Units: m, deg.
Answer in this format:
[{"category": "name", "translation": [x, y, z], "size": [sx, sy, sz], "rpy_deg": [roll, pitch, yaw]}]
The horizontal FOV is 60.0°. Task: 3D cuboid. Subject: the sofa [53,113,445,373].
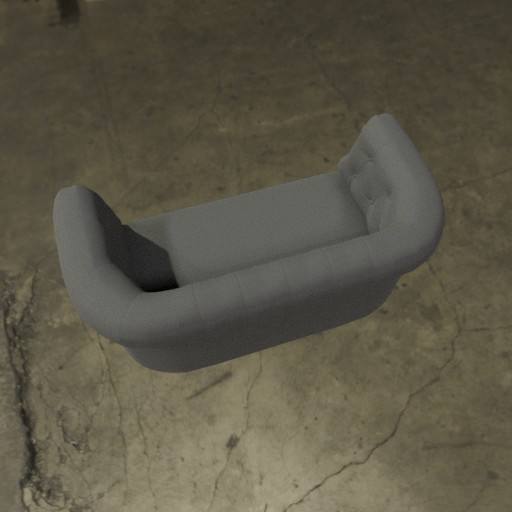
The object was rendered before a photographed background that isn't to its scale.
[{"category": "sofa", "translation": [0.000, 0.000, 2.064], "size": [1.558, 0.827, 0.835], "rpy_deg": [-15, 60, -9]}]
